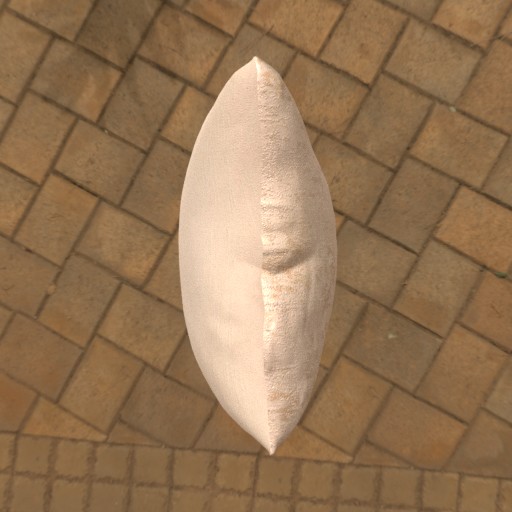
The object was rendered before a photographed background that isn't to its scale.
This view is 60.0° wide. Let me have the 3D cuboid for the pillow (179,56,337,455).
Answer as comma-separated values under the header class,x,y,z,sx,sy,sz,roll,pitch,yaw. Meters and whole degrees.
class,x,y,z,sx,sy,sz,roll,pitch,yaw
pillow,0.000,0.000,0.706,0.245,0.448,0.450,0,90,1
